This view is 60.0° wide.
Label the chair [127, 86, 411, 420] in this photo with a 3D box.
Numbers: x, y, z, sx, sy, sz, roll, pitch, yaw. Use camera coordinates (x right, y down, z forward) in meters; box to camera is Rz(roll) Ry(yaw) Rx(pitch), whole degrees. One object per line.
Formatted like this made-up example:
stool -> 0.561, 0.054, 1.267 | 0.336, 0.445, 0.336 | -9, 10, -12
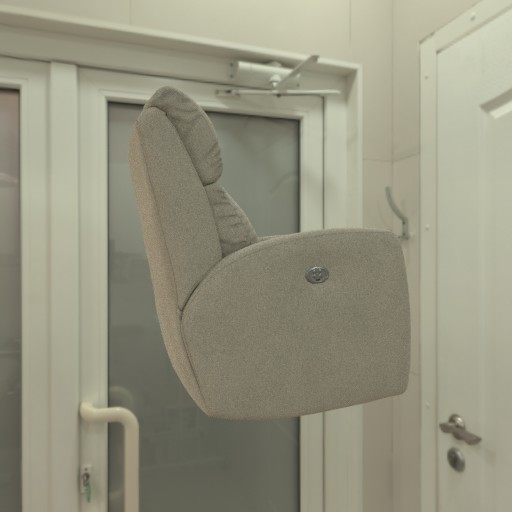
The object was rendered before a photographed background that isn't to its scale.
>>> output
chair -> 0.000, 0.000, 1.703 | 0.940, 1.021, 0.794 | 0, 0, -18
